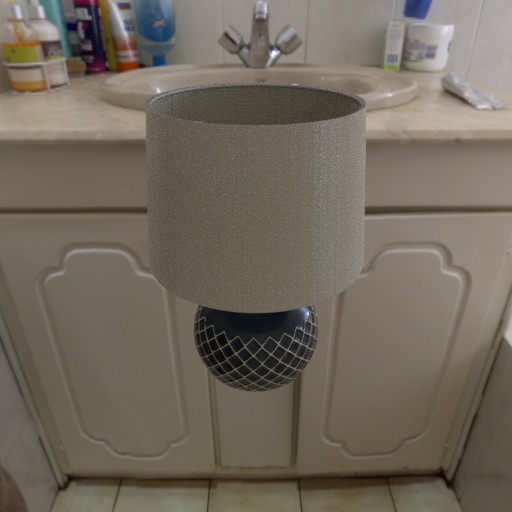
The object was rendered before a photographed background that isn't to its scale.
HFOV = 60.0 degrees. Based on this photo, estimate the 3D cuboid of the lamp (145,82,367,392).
[{"bbox_3d":[0.000,0.000,0.798,0.376,0.540,0.376,0,30,0],"label":"lamp"}]
